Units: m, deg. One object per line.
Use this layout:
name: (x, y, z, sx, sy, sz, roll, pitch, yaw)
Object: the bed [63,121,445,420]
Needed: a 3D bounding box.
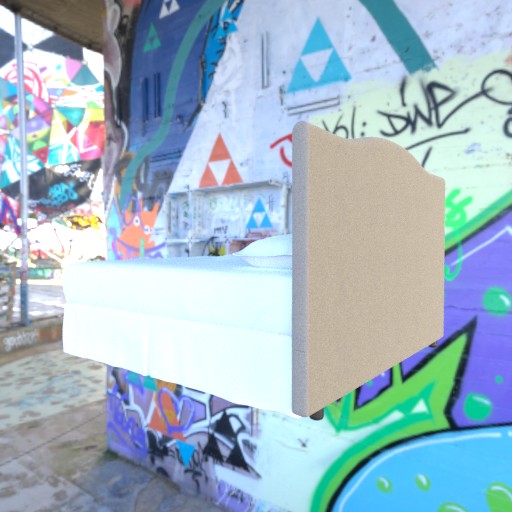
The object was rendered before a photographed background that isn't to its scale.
bed: (0.000, 0.000, 3.353, 2.182, 1.421, 2.083, 1, 2, 38)
